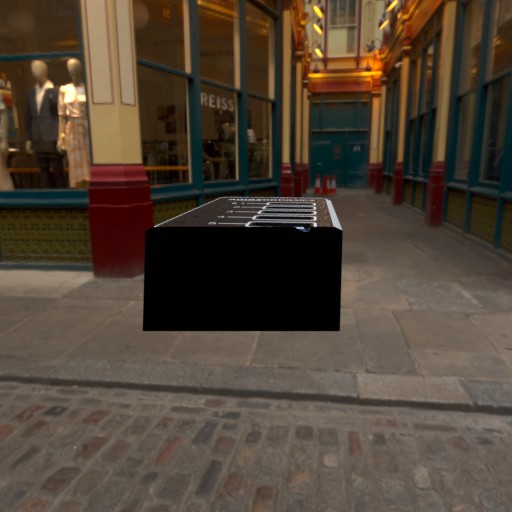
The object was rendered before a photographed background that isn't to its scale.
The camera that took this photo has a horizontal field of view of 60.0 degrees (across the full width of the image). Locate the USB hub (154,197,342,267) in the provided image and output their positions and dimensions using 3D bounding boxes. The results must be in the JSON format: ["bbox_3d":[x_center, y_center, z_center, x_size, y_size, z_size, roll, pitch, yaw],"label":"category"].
[{"bbox_3d":[0.000,0.000,0.123,0.044,0.023,0.110,2,13,7],"label":"USB hub"}]
